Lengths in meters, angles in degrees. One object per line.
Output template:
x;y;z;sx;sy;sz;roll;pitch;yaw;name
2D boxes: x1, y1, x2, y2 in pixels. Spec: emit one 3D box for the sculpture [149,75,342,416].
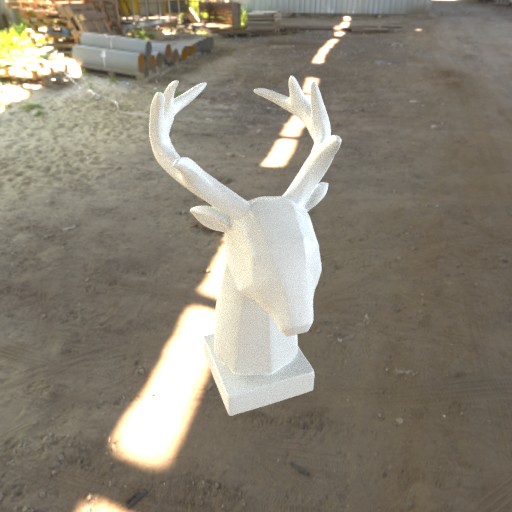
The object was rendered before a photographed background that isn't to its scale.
0.000;0.000;0.451;0.174;0.329;0.224;-11;34;-18;sculpture
